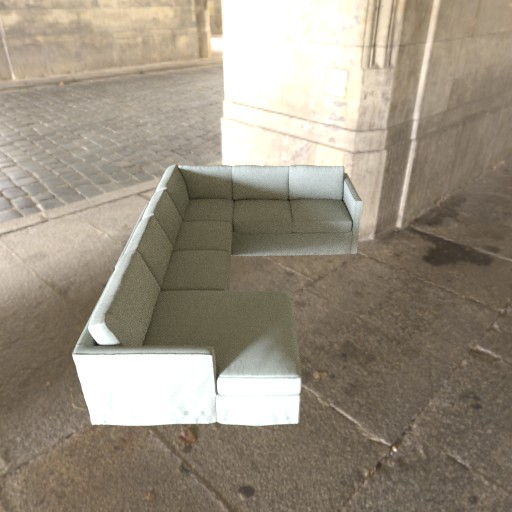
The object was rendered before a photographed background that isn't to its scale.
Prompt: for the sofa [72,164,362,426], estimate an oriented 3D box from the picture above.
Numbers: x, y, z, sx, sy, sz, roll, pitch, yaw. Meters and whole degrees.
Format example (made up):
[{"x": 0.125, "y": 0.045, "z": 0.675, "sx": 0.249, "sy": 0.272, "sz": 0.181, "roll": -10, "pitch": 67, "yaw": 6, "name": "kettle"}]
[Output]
[{"x": 0.000, "y": 0.000, "z": 4.467, "sx": 2.440, "sy": 0.869, "sz": 3.434, "roll": 0, "pitch": 31, "yaw": 0, "name": "sofa"}]
